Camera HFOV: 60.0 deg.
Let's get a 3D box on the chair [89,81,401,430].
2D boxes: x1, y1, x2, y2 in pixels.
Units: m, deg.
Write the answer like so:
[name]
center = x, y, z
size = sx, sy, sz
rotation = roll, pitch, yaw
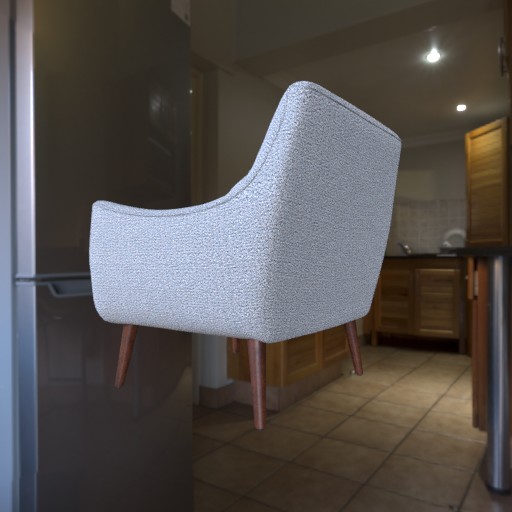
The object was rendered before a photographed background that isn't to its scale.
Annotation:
[chair]
center = 0.000, 0.000, 1.454
size = 0.787, 0.838, 0.762
rotation = 0, 1, 37
